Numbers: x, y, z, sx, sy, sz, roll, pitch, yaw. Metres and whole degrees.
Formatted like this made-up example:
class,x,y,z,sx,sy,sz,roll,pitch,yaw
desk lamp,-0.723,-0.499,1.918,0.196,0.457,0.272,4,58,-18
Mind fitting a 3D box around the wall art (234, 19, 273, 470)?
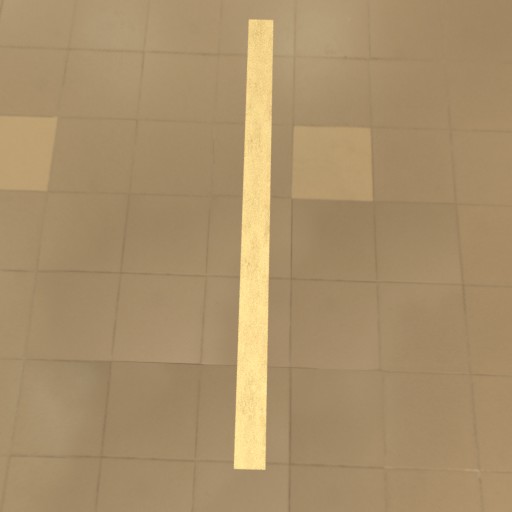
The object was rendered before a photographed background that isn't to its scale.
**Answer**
class,x,y,z,sx,sy,sz,roll,pitch,yaw
wall art,0.000,0.000,0.691,0.032,0.380,0.532,1,76,0
